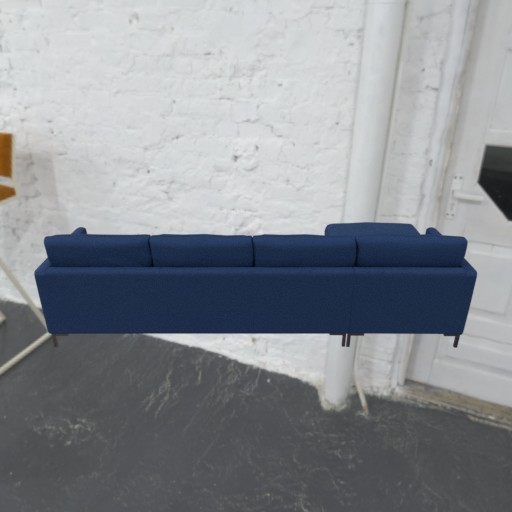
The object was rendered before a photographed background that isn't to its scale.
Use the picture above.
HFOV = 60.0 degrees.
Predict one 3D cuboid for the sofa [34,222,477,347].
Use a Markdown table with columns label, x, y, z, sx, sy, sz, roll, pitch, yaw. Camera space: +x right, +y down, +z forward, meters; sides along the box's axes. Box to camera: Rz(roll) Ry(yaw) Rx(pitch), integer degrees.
| label | x | y | z | sx | sy | sz | roll | pitch | yaw |
| --- | --- | --- | --- | --- | --- | --- | --- | --- | --- |
| sofa | 0.000 | 0.000 | 2.958 | 2.450 | 0.679 | 1.128 | 0 | 25 | 0 |
